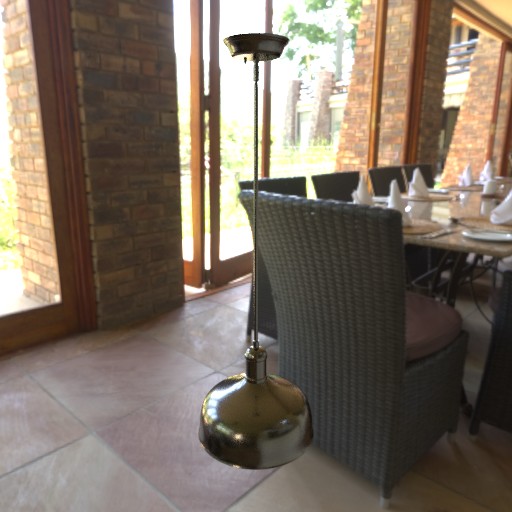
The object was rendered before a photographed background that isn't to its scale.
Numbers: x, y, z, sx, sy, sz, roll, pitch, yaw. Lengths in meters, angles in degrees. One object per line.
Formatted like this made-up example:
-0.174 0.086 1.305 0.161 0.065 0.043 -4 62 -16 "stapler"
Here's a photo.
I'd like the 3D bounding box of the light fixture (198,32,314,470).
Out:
0.000 0.000 1.048 0.299 0.935 0.299 -13 19 -42 "light fixture"
